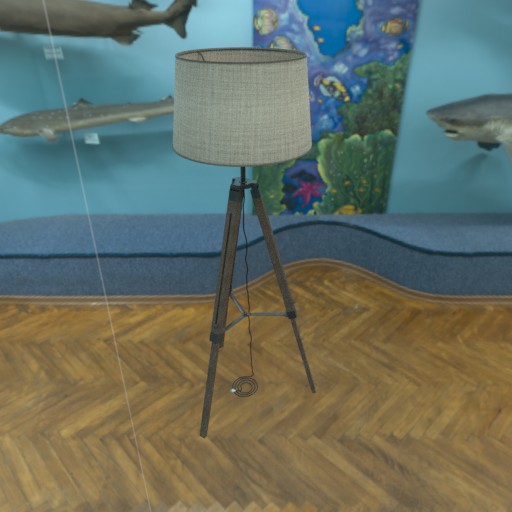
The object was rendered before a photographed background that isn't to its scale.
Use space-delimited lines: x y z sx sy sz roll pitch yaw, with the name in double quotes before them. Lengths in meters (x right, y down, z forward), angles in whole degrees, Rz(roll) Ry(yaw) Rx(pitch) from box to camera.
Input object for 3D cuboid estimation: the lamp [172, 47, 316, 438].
"lamp" 0.000 0.000 1.810 0.587 1.510 0.604 1 30 2
